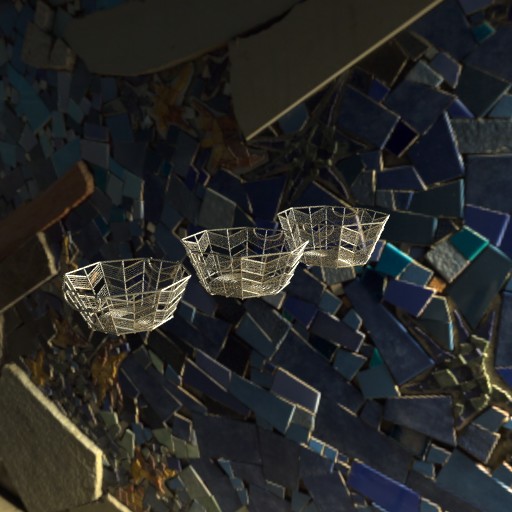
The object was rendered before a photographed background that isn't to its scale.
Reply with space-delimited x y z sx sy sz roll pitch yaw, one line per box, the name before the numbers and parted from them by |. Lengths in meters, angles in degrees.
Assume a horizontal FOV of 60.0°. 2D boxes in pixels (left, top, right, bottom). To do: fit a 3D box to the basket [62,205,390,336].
basket | 0.000 0.000 1.453 1.246 0.178 0.432 -14 21 -42
